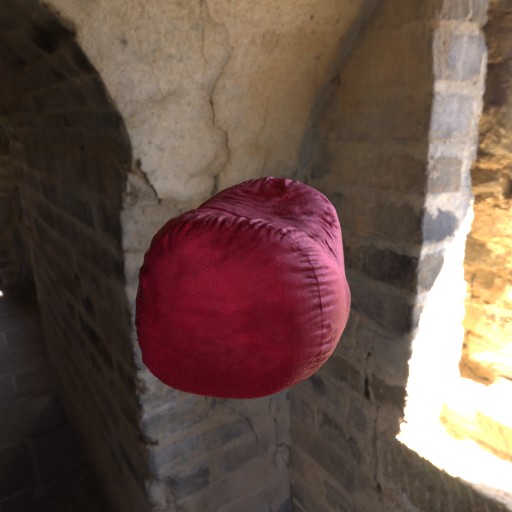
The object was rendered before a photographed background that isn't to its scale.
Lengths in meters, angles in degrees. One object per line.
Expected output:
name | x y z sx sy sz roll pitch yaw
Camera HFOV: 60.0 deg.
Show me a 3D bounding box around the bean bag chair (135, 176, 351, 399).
bean bag chair | 0.000 0.000 2.941 1.216 0.867 2.293 3 17 9
